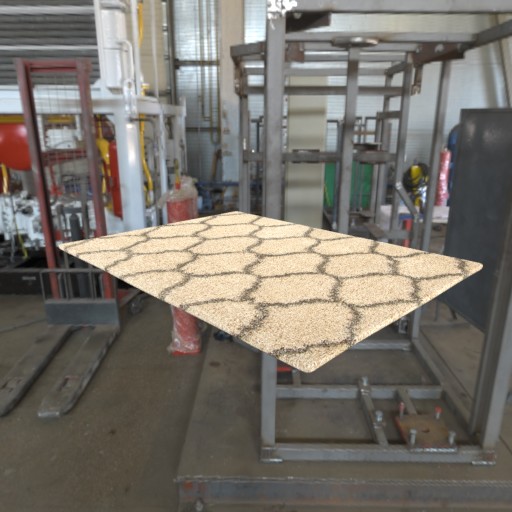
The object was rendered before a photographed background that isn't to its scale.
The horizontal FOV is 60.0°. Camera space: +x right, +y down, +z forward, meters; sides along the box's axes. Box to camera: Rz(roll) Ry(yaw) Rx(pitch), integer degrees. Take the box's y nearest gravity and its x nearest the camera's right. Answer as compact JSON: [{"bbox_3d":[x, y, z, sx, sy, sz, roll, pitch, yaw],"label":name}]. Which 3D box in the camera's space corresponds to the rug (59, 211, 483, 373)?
[{"bbox_3d":[0.000,0.000,2.063,1.200,0.025,1.600,-16,23,-42],"label":"rug"}]
